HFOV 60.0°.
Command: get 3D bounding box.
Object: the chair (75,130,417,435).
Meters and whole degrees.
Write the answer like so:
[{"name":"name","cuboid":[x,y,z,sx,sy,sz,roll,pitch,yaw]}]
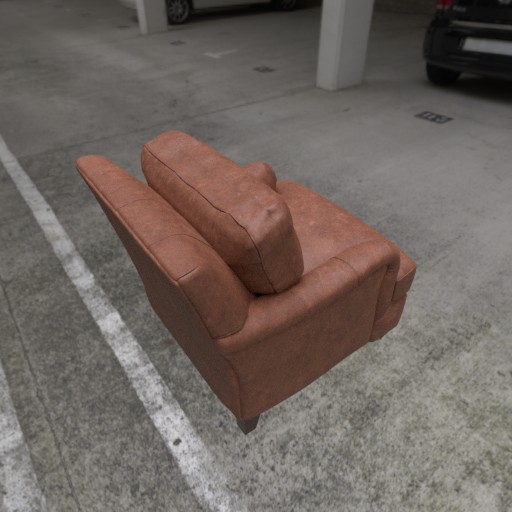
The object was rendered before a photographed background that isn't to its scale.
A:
[{"name":"chair","cuboid":[0.000,0.000,2.011,1.158,1.055,0.986,-24,44,-27]}]
